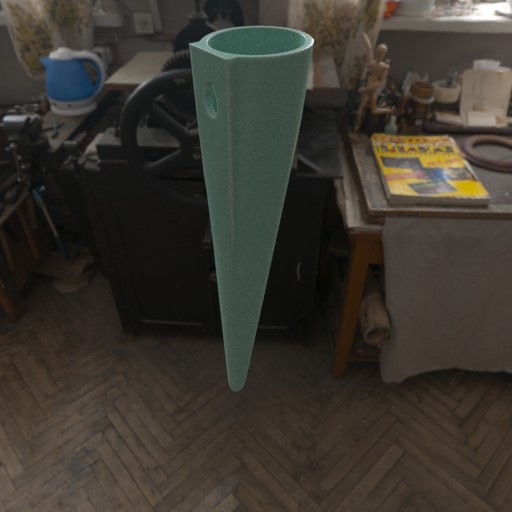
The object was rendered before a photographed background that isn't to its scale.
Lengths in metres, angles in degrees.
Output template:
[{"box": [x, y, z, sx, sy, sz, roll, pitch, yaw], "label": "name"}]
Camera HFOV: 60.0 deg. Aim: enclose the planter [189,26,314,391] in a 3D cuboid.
[{"box": [0.000, 0.000, 0.296, 0.055, 0.268, 0.054, -25, 46, -27], "label": "planter"}]
